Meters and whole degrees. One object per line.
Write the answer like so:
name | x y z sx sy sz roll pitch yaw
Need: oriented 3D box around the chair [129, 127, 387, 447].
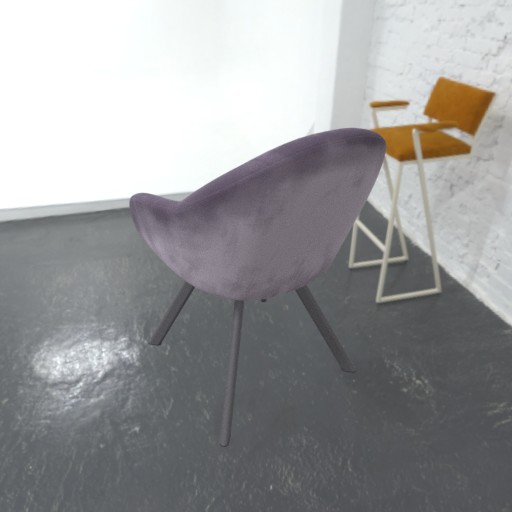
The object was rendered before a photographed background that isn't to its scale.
chair | 0.000 0.000 1.217 0.550 0.795 0.590 -19 35 -29
